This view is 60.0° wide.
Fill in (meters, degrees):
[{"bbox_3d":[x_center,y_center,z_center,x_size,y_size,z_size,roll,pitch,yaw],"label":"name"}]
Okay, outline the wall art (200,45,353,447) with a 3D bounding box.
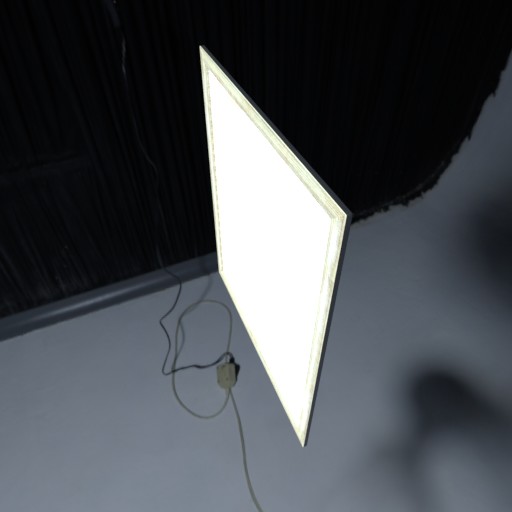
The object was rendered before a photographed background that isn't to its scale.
[{"bbox_3d":[0.000,0.000,0.787,0.009,0.559,0.483,-16,47,-16],"label":"wall art"}]
